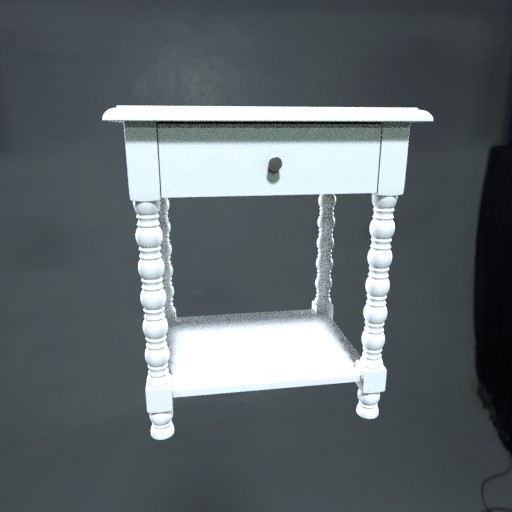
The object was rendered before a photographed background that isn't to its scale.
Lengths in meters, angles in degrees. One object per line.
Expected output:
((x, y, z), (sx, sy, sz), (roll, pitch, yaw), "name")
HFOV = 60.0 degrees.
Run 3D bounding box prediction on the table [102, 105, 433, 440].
((0.000, 0.000, 0.855), (0.460, 0.531, 0.381), (-2, 16, -8), "table")
